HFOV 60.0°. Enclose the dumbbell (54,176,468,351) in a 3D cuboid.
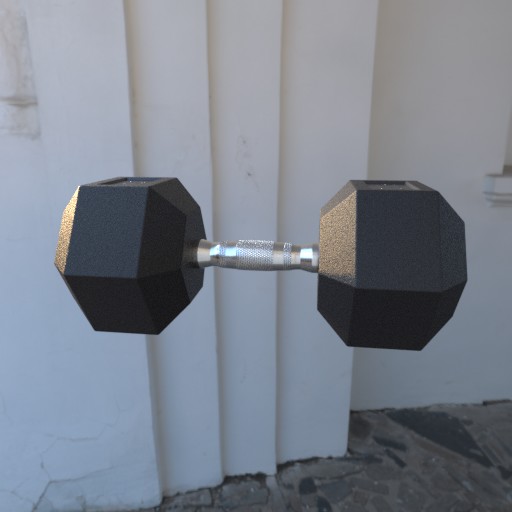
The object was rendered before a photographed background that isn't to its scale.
[{"bbox_3d":[0.000,0.000,0.458,0.384,0.150,0.173,2,16,7],"label":"dumbbell"}]
